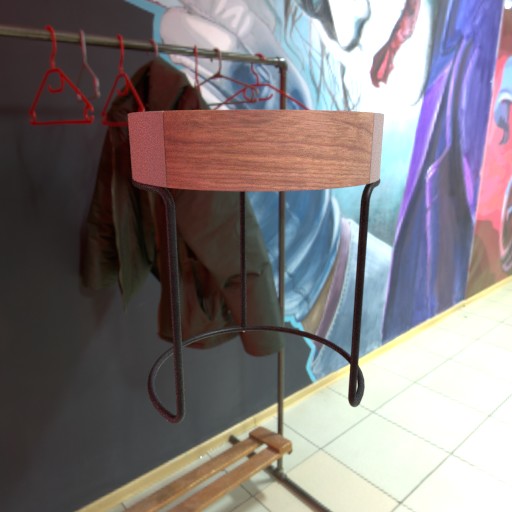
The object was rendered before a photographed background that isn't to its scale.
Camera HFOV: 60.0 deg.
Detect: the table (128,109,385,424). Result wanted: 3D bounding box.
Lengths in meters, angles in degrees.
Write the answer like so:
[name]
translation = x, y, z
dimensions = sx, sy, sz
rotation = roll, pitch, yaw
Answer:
[table]
translation = 0.000, 0.000, 0.874
dimensions = 0.450, 0.530, 0.450
rotation = 0, 16, 0
